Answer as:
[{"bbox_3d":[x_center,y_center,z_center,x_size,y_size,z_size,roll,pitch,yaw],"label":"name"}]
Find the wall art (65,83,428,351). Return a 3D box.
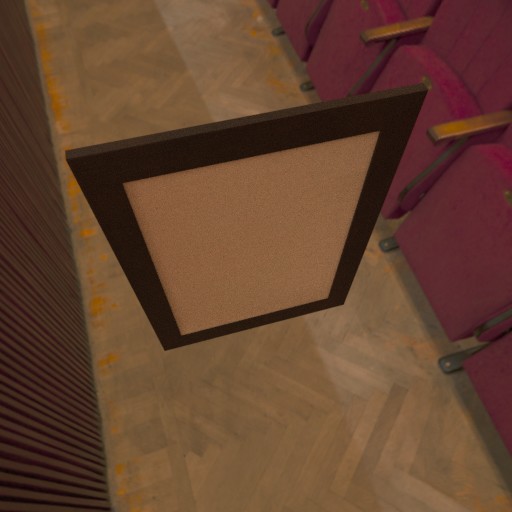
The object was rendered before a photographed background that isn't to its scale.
[{"bbox_3d":[0.000,0.000,0.643,0.359,0.508,0.013,-13,59,-8],"label":"wall art"}]
